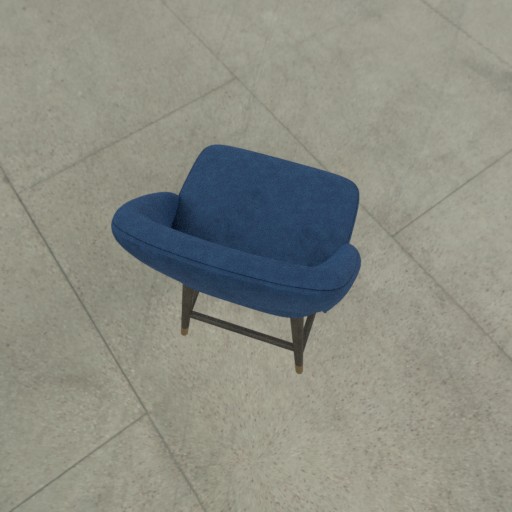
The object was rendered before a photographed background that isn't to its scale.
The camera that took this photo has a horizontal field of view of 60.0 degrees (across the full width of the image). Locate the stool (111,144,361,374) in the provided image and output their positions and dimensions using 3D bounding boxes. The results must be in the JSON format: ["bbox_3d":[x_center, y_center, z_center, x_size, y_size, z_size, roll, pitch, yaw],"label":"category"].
[{"bbox_3d":[0.000,0.000,1.264,0.536,0.925,0.524,17,66,8],"label":"stool"}]
